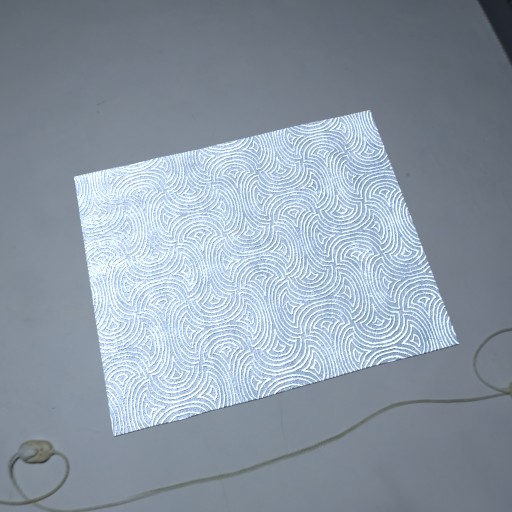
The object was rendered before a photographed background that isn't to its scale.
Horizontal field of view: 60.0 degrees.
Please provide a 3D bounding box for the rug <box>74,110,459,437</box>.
[{"bbox_3d":[0.000,0.000,4.097,3.042,0.021,2.456,-14,74,-4],"label":"rug"}]
